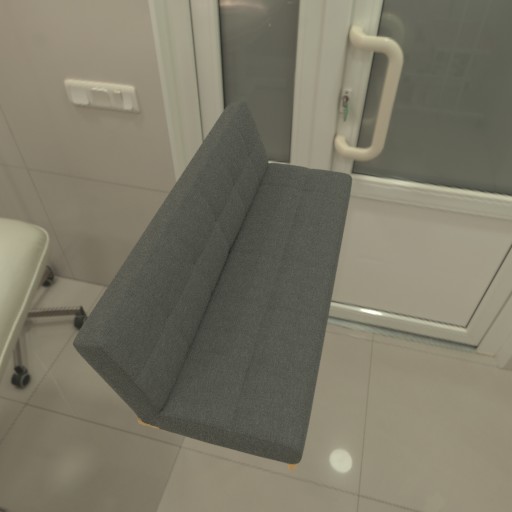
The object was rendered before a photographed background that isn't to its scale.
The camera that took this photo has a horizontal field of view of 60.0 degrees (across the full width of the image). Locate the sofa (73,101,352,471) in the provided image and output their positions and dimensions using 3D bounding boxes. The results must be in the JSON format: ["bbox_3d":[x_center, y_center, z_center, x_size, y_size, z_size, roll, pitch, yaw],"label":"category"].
[{"bbox_3d":[0.000,0.000,2.251,0.820,0.770,1.820,10,46,10],"label":"sofa"}]
